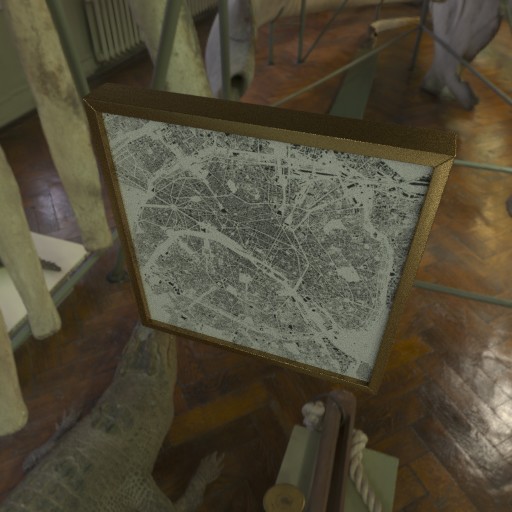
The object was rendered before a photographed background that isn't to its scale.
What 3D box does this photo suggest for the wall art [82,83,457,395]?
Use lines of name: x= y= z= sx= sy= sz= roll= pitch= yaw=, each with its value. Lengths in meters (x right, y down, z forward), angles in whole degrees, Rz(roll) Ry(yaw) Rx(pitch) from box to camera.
wall art: x=0.000 y=0.000 z=0.456 sx=0.305 sy=0.305 sz=0.037 roll=13 pitch=43 yaw=15
